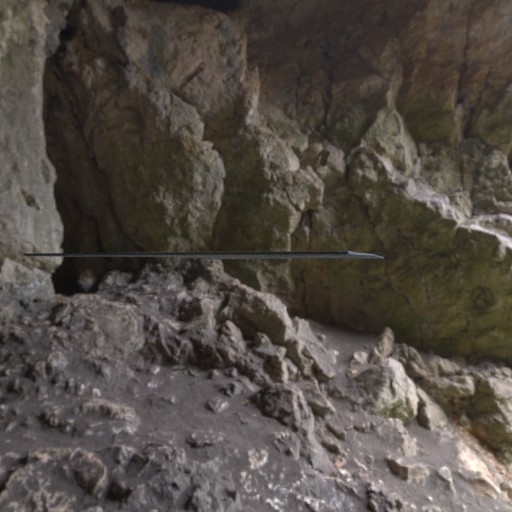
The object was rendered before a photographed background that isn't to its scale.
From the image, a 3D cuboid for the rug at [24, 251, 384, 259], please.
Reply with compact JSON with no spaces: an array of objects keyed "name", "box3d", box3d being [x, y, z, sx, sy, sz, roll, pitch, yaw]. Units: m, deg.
[{"name":"rug","box3d":[0.000,0.000,2.223,1.145,0.021,1.777,0,-1,19]}]
